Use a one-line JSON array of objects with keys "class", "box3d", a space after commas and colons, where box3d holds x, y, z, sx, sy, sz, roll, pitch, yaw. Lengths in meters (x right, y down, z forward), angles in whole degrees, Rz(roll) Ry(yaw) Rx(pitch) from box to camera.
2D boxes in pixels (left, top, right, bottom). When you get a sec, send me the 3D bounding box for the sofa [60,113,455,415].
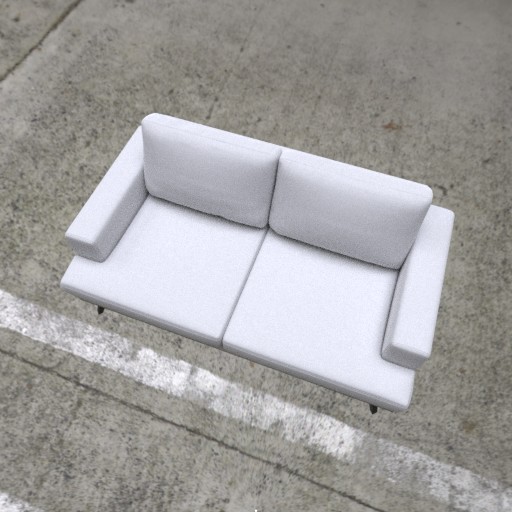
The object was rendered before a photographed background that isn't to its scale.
[{"class": "sofa", "box3d": [0.000, 0.000, 2.122, 1.650, 0.810, 0.920, 18, 62, 10]}]
